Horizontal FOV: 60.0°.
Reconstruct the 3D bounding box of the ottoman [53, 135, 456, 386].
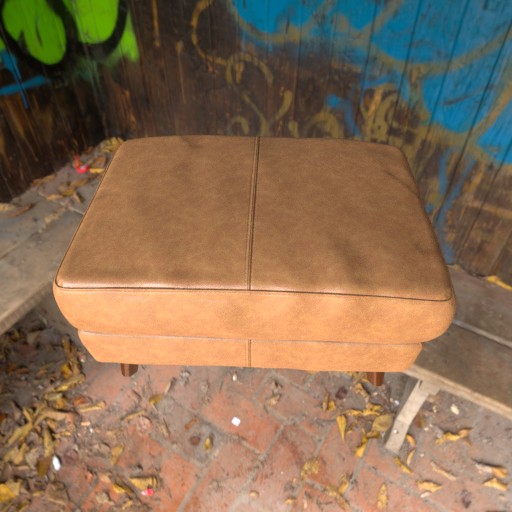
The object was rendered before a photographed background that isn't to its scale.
[{"bbox_3d":[0.000,0.000,1.218,0.869,0.461,0.630,2,45,2],"label":"ottoman"}]
